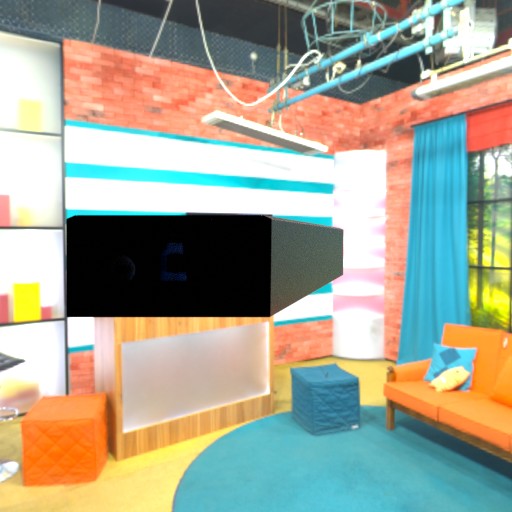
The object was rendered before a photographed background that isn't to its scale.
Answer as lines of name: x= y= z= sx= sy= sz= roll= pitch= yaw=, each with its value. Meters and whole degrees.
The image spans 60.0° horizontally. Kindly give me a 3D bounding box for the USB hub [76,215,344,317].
USB hub: x=0.000 y=0.000 z=0.159 sx=0.044 sy=0.023 sz=0.145 roll=1 pitch=2 yaw=19
